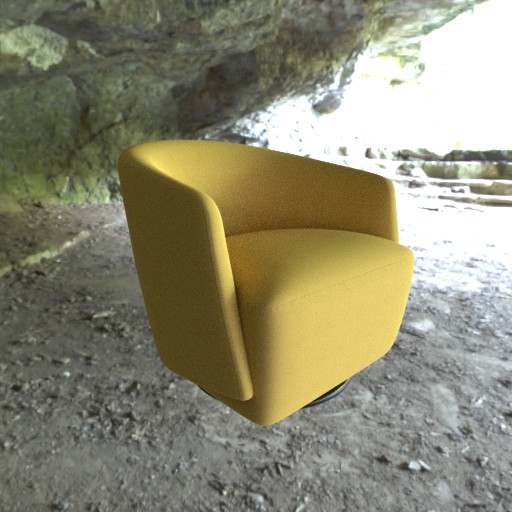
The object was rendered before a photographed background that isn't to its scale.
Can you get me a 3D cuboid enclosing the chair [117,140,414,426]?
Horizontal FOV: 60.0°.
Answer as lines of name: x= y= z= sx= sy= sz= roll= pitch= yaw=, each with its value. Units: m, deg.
chair: x=0.000 y=0.000 z=1.366 sx=0.773 sy=0.698 sz=0.767 roll=-14 pitch=19 yaw=-43
